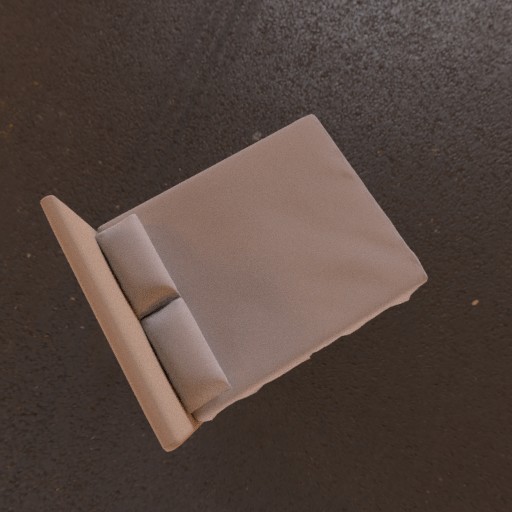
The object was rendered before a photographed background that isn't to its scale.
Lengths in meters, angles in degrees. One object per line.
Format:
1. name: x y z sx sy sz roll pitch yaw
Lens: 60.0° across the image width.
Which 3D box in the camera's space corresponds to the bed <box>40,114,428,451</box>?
1. bed: 0.000 0.000 3.290 2.142 1.330 1.748 -30 77 -7
